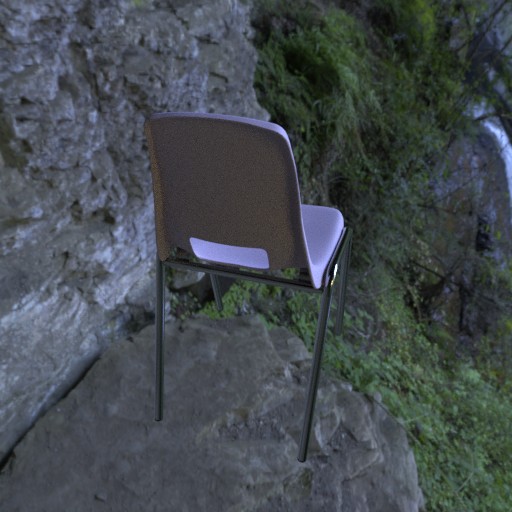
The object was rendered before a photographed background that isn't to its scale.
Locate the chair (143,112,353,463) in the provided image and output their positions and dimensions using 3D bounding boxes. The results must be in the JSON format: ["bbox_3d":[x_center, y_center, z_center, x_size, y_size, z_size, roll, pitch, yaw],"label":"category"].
[{"bbox_3d":[0.000,0.000,0.960,0.381,0.704,0.436,10,33,15],"label":"chair"}]
